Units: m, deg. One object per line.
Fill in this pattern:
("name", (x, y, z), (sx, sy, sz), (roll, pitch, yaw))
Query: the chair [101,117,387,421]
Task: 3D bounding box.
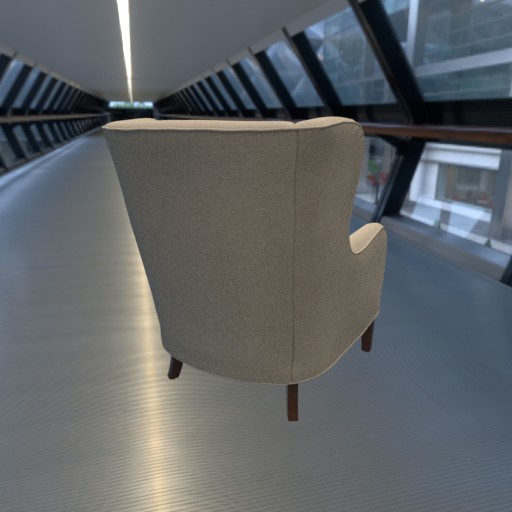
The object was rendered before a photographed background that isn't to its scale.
("chair", (0.000, 0.000, 1.752), (0.838, 1.040, 0.966), (9, 19, 28))
